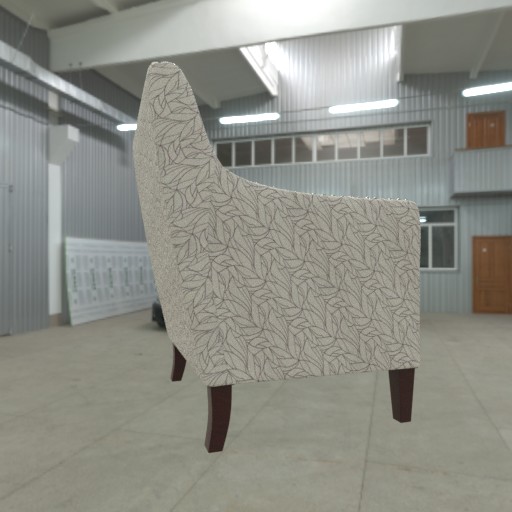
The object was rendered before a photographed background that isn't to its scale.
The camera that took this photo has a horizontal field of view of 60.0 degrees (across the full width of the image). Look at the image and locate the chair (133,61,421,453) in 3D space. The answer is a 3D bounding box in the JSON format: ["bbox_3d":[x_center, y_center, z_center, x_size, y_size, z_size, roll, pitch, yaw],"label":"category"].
[{"bbox_3d":[0.000,0.000,1.263,0.651,0.816,0.623,0,0,-18],"label":"chair"}]
